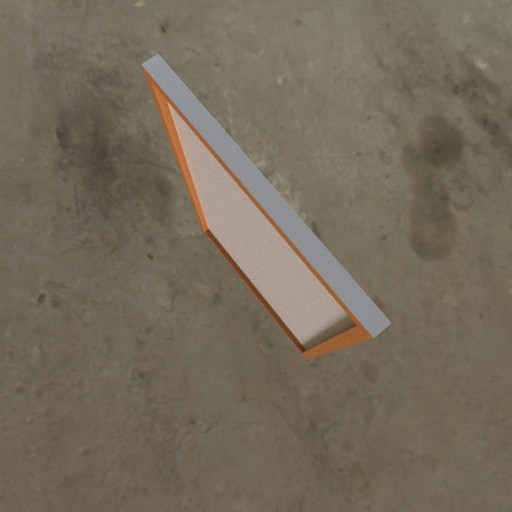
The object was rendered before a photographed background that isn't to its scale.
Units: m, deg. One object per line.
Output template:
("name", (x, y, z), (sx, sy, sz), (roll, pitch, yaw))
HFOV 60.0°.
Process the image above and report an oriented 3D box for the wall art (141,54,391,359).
("wall art", (0.000, 0.000, 1.167), (0.037, 0.916, 0.610), (-37, 78, -9))
